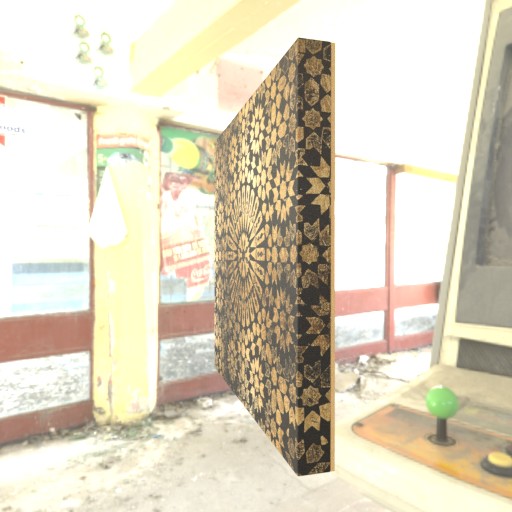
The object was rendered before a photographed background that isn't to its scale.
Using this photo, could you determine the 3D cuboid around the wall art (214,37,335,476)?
[{"bbox_3d":[0.000,0.000,0.607,0.038,0.405,0.405,0,1,-16],"label":"wall art"}]
